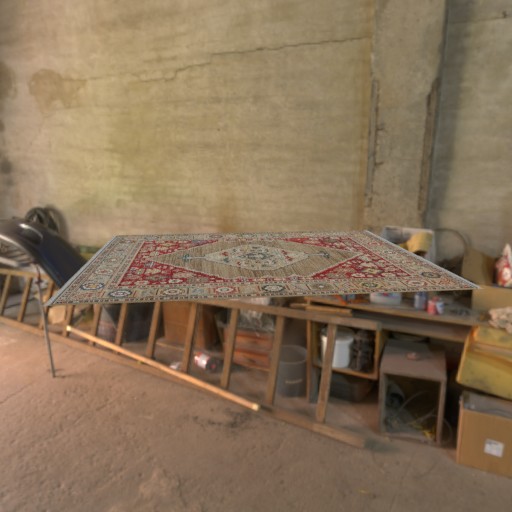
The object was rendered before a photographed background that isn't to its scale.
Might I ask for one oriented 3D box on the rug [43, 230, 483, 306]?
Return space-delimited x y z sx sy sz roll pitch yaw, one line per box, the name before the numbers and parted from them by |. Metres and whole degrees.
rug | 0.000 0.000 4.293 3.143 0.008 2.451 -2 14 -7
